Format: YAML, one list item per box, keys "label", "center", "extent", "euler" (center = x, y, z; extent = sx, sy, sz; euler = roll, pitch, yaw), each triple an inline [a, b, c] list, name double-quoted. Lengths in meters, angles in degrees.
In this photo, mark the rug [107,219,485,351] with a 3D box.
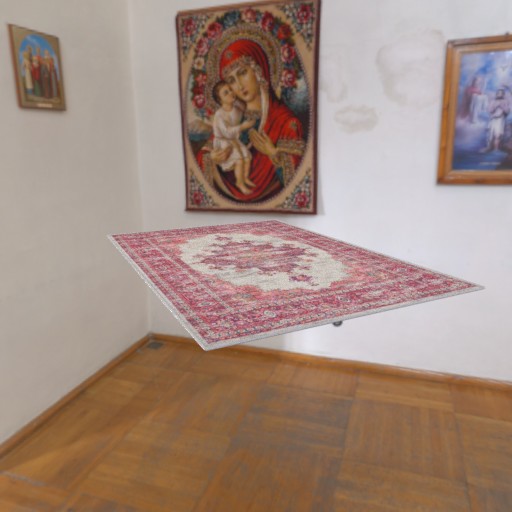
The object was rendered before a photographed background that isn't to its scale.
- label: "rug"
  center: [0.000, 0.000, 2.923]
  extent: [1.555, 0.011, 2.232]
  euler: [-7, 17, -26]
